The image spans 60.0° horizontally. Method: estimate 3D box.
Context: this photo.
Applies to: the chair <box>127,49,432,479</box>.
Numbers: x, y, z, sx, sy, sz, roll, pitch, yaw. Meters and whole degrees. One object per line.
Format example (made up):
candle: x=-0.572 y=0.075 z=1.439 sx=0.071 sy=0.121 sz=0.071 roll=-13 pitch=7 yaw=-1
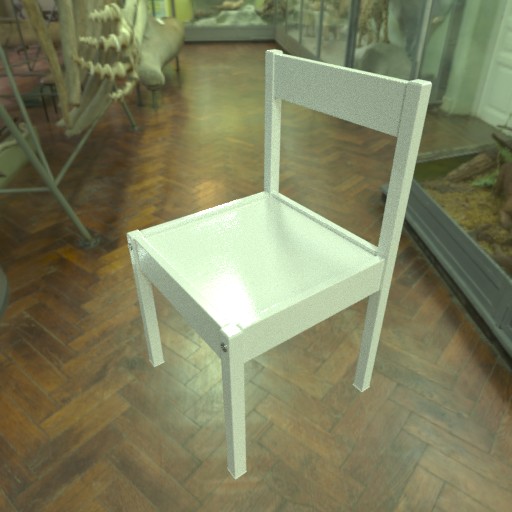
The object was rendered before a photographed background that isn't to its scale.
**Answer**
chair: x=0.000 y=0.000 z=0.659 sx=0.285 sy=0.505 sz=0.285 roll=-22 pitch=39 yaw=-30
